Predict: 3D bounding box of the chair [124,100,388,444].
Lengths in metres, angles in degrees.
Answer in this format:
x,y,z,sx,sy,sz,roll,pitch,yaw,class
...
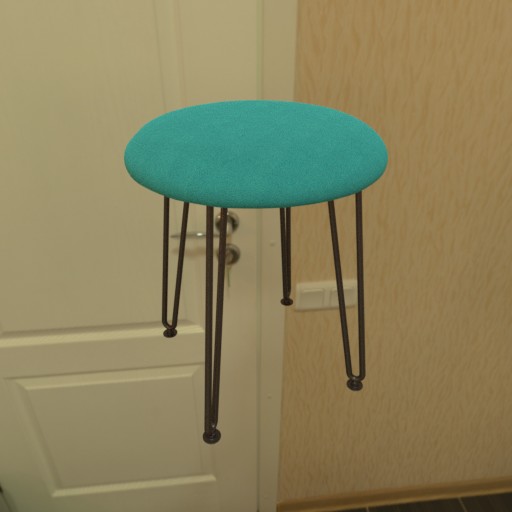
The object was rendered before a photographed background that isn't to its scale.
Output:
x,y,z,sx,sy,sz,roll,pitch,yaw,class
0.000,0.000,0.695,0.350,0.430,0.350,-20,36,-30,chair
